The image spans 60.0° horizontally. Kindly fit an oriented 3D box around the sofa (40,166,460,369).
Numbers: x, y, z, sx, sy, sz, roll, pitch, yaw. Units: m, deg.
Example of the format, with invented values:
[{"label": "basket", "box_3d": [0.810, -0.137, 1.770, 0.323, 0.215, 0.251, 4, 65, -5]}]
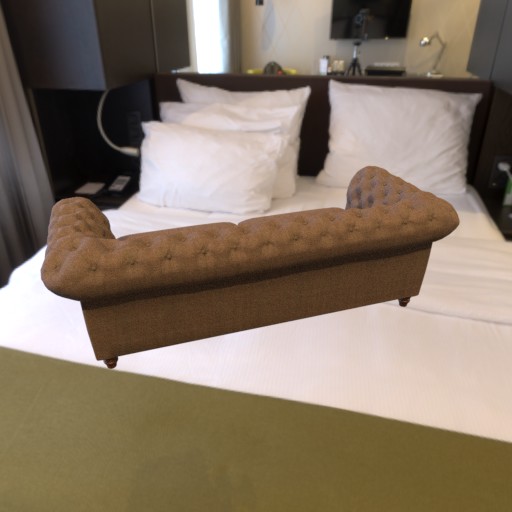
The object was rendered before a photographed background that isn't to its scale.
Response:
[{"label": "sofa", "box_3d": [0.000, 0.000, 2.822, 2.385, 0.787, 0.944, -9, 29, -16]}]
